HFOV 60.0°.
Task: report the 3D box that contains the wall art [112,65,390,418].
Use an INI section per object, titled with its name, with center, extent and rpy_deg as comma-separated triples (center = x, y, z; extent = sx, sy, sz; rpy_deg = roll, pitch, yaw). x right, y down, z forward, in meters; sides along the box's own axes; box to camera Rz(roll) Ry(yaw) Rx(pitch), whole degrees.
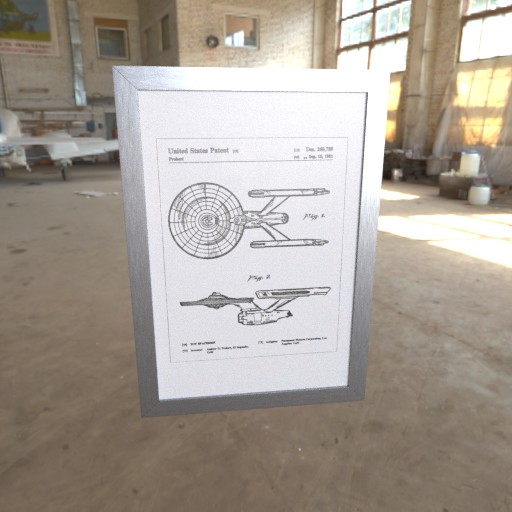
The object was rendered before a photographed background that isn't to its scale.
[wall art]
center = 0.000, 0.000, 0.674
extent = 0.376, 0.529, 0.013
rpy_deg = -2, 16, -7
